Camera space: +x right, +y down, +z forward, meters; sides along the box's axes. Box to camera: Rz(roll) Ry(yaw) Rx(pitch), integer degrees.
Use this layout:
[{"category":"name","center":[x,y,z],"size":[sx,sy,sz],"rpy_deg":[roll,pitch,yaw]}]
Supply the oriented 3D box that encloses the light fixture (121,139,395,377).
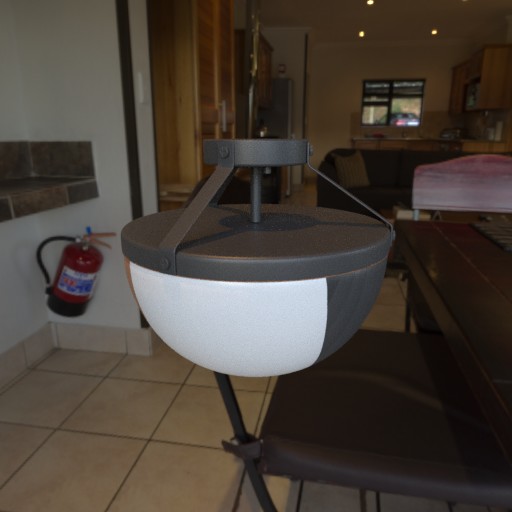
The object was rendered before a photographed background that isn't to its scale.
[{"category":"light fixture","center":[0.000,0.000,0.529],"size":[0.304,0.269,0.304],"rpy_deg":[0,15,0]}]
